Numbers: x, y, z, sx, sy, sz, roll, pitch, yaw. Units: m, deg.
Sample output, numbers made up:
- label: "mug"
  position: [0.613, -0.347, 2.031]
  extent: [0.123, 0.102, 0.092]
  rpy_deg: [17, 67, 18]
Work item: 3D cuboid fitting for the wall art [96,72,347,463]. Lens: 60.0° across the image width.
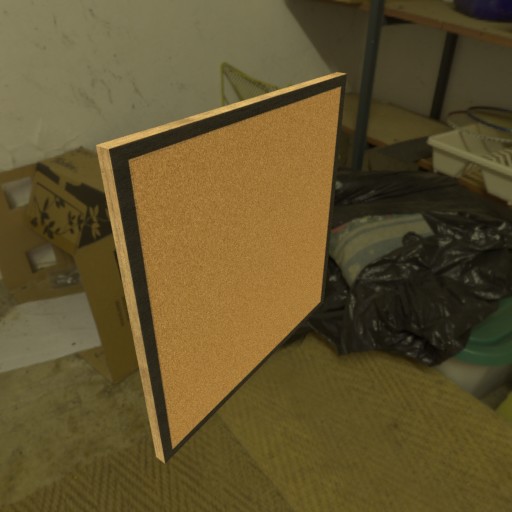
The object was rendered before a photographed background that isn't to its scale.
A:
- label: "wall art"
  position: [0.000, 0.000, 1.012]
  extent: [0.029, 0.691, 0.695]
  rpy_deg: [21, 38, 30]
